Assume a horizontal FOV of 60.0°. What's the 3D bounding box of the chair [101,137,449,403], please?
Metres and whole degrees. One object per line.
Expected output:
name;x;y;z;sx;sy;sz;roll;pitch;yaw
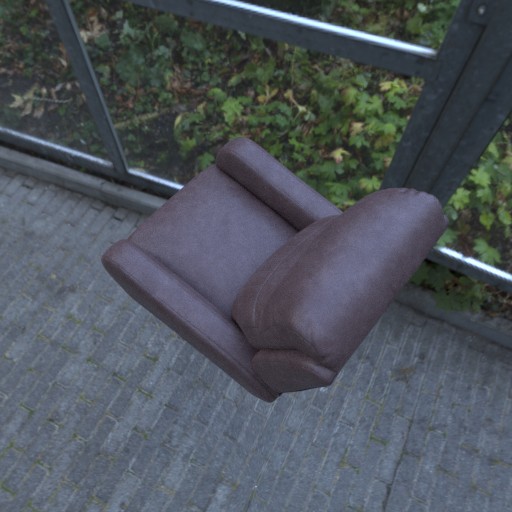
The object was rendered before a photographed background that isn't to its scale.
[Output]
chair;0.000;0.000;1.802;1.067;1.067;0.865;37;68;17
